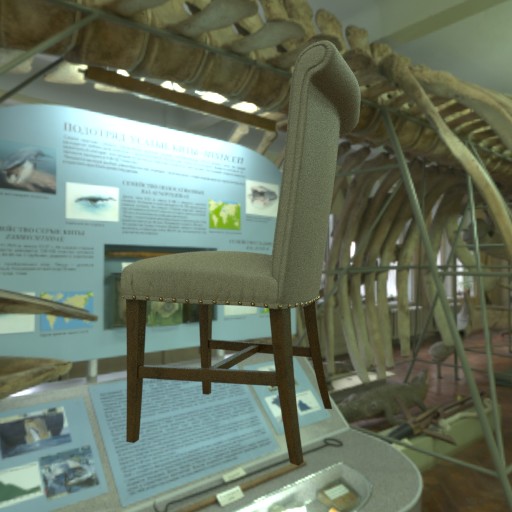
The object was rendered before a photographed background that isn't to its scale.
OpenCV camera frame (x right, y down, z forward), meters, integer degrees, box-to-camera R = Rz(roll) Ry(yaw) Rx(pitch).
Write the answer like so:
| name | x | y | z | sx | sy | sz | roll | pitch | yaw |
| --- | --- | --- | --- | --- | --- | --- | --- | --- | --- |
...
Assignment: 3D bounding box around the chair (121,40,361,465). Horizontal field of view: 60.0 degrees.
| name | x | y | z | sx | sy | sz | roll | pitch | yaw |
| --- | --- | --- | --- | --- | --- | --- | --- | --- | --- |
| chair | 0.000 | 0.000 | 1.323 | 0.608 | 0.988 | 0.513 | 0 | -1 | 19 |
